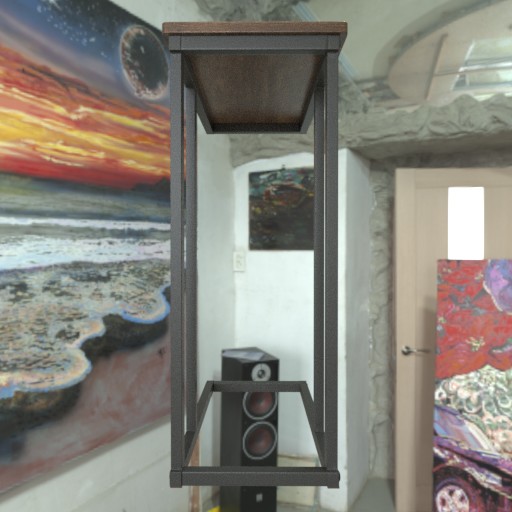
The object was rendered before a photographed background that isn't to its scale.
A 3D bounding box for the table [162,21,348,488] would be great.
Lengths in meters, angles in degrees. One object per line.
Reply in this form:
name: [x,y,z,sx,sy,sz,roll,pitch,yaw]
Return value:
table: [0.000,0.000,0.826,0.254,0.637,0.450,0,1,0]
